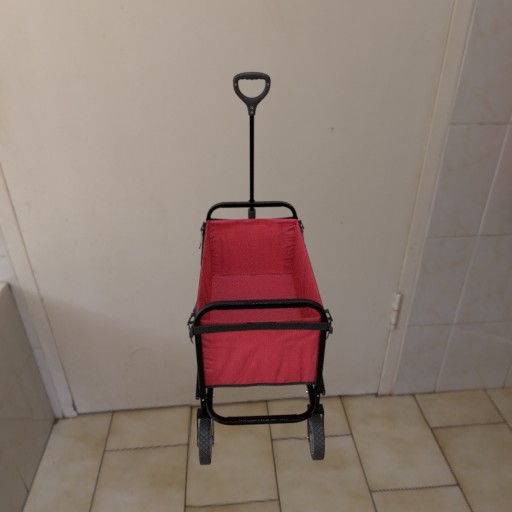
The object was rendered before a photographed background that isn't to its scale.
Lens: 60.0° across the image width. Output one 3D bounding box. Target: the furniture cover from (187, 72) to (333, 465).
[{"bbox_3d":[0.000,0.000,1.803,0.532,1.295,1.038,-1,30,-2],"label":"furniture cover"}]
